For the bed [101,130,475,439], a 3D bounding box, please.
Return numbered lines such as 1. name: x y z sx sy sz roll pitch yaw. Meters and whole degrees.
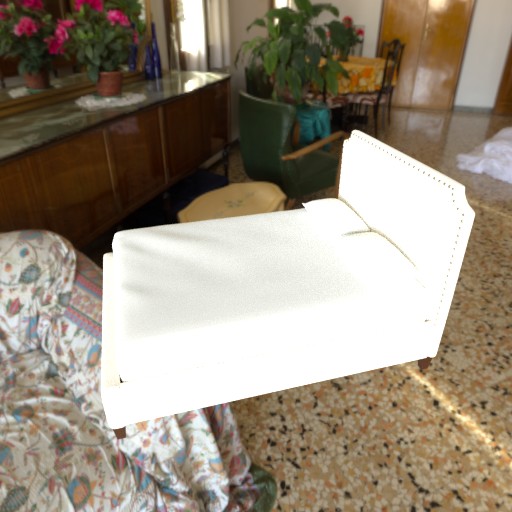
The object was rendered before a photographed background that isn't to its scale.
1. bed: 0.000 0.000 3.420 2.365 1.443 1.712 -8 31 -14
